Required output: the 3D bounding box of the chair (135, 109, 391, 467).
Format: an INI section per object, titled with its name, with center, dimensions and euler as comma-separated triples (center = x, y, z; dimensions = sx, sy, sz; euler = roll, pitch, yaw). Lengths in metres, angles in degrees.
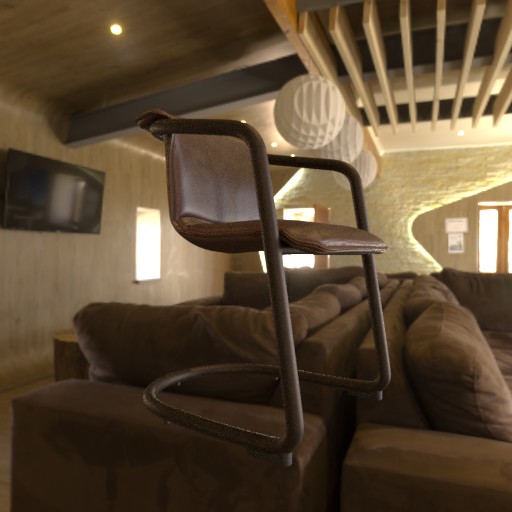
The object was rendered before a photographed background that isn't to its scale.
[chair]
center = 0.000, 0.000, 1.245
dimensions = 0.664, 0.836, 0.536
euler = 0, 0, 36
